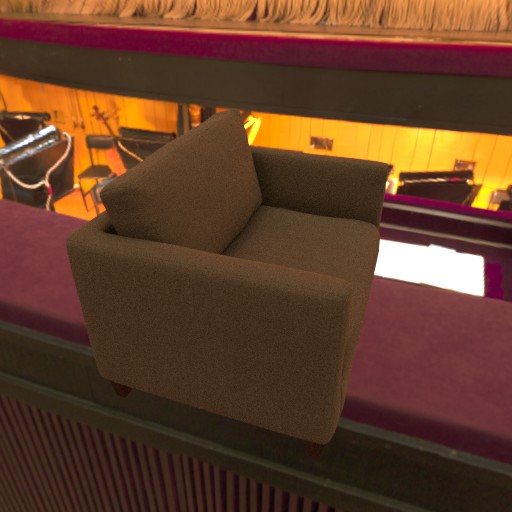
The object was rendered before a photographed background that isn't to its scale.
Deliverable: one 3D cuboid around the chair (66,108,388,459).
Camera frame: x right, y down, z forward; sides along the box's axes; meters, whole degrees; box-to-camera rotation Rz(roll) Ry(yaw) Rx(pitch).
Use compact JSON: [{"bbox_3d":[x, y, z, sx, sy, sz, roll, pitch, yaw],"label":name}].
[{"bbox_3d":[0.000,0.000,1.851,0.959,0.963,1.107,11,34,17],"label":"chair"}]
